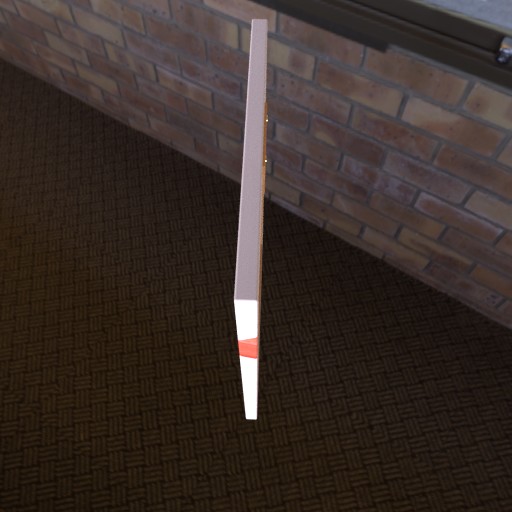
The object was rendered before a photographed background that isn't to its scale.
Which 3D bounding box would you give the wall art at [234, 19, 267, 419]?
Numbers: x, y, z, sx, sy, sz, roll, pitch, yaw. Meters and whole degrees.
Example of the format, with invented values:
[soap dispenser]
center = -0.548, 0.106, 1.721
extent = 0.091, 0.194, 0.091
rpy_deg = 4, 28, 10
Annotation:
[wall art]
center = 0.000, 0.000, 1.335
extent = 0.045, 1.014, 0.759
rpy_deg = 2, 60, 1
